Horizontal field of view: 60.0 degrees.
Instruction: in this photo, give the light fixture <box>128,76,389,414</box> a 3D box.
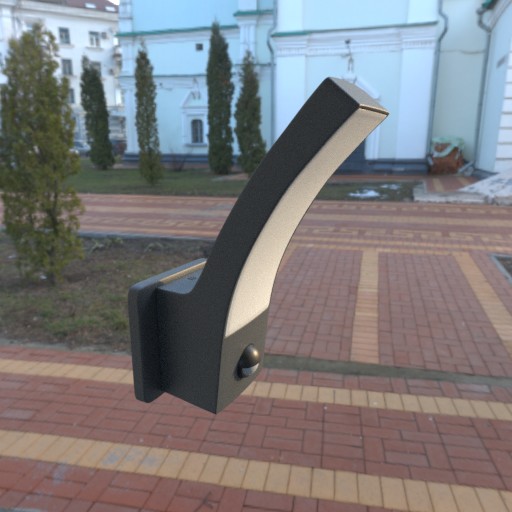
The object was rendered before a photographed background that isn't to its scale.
[{"bbox_3d":[0.000,0.000,0.339,0.174,0.243,0.108,7,16,27],"label":"light fixture"}]
